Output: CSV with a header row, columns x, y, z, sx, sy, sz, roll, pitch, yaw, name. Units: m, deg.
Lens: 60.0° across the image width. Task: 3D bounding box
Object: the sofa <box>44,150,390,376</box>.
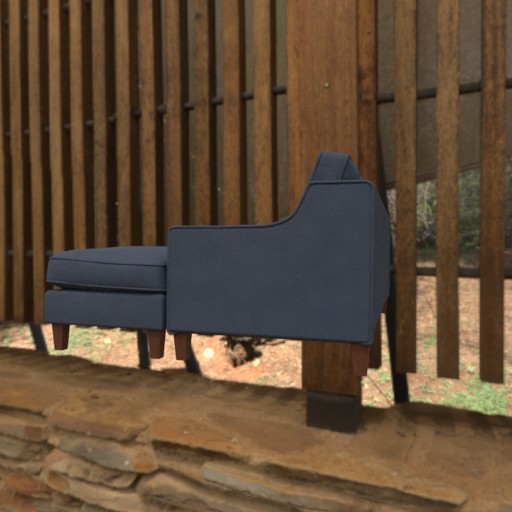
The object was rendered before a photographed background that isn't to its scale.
x,y,z,sx,sy,sz,roll,pitch,yaw,name
0.000,0.000,3.318,1.858,1.066,2.317,0,1,19,sofa
